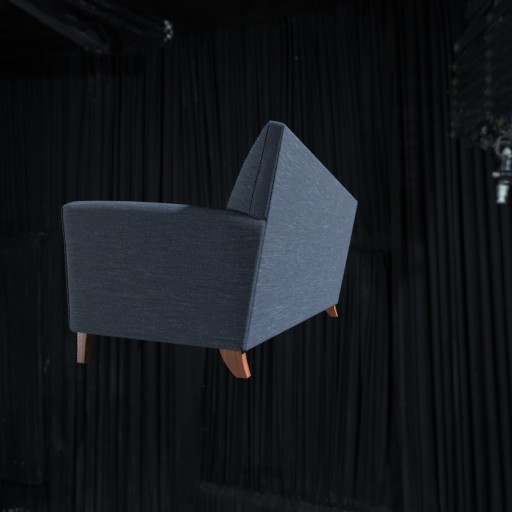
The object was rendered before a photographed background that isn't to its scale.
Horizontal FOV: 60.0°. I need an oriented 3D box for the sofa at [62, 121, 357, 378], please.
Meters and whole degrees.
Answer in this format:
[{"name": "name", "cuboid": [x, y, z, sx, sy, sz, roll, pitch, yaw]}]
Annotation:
[{"name": "sofa", "cuboid": [0.000, 0.000, 2.446, 0.875, 0.846, 1.976, 0, -1, 20]}]
